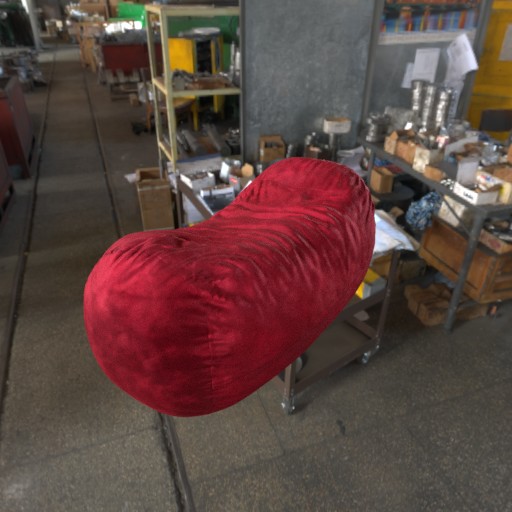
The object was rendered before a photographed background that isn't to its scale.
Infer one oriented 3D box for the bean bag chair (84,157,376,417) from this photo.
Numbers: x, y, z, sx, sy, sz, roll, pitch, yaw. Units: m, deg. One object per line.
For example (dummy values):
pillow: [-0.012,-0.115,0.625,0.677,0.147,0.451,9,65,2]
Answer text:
bean bag chair: [0.000,0.000,2.889,1.216,0.867,2.293,21,37,30]
